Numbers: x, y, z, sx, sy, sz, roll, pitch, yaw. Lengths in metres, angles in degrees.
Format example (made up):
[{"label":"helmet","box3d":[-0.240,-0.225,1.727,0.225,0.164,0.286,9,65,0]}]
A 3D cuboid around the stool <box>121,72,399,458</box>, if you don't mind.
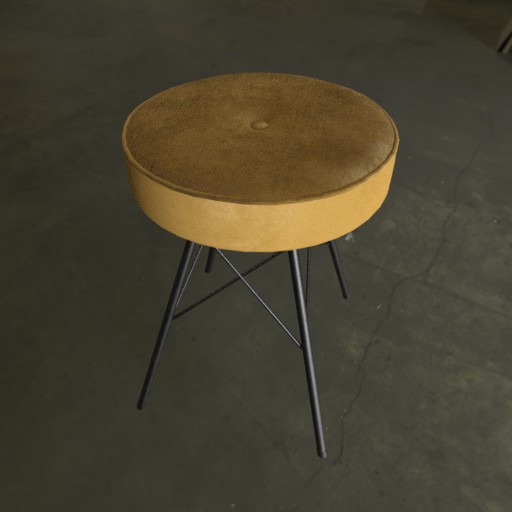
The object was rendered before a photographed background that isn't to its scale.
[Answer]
[{"label":"stool","box3d":[0.000,0.000,0.883,0.438,0.595,0.472,12,44,13]}]
